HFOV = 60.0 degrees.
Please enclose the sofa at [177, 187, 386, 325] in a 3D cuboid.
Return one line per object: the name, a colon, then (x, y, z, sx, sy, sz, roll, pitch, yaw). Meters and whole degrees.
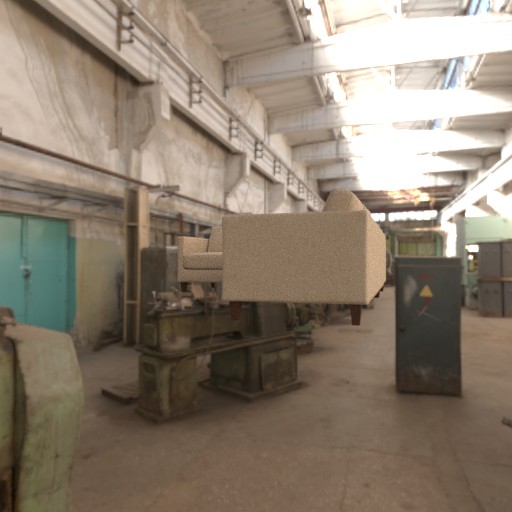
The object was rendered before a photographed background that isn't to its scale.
sofa: (0.000, 0.000, 4.474, 2.432, 0.863, 3.182, 0, -1, 18)
